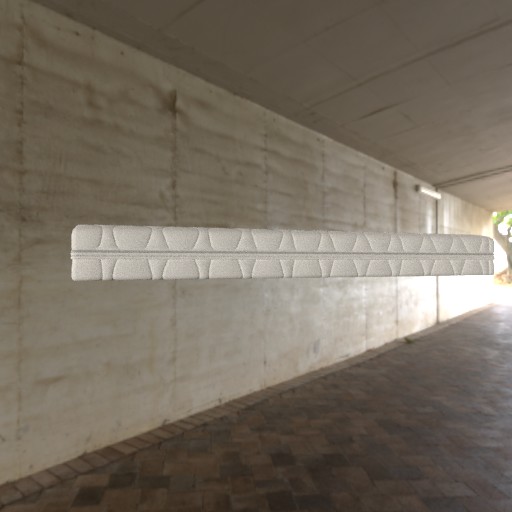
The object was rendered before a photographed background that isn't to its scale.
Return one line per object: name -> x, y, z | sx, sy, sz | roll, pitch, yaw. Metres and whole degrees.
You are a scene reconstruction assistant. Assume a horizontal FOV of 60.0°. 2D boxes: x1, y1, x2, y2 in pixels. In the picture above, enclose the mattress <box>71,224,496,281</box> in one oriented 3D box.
mattress -> 0.000, 0.000, 2.575 | 1.900, 0.200, 1.600 | 0, -1, -19
